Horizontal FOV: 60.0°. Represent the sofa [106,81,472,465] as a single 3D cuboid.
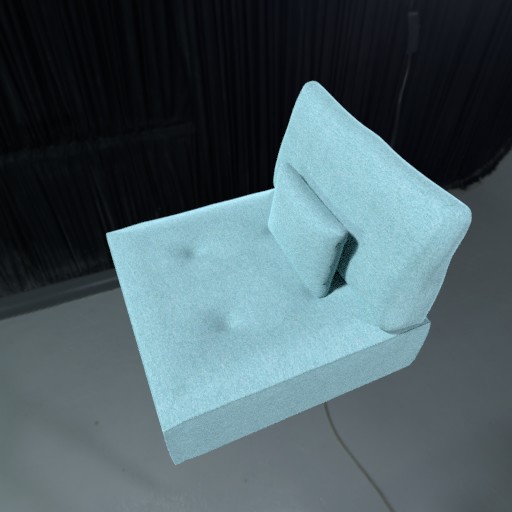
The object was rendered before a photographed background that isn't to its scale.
[{"bbox_3d":[0.000,0.000,1.659,1.000,0.820,0.930,-17,48,-16],"label":"sofa"}]
